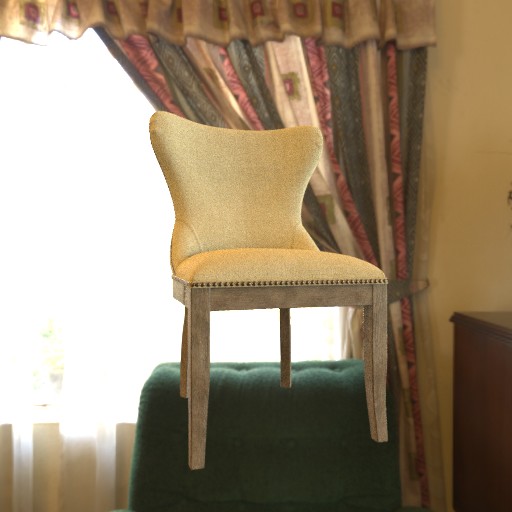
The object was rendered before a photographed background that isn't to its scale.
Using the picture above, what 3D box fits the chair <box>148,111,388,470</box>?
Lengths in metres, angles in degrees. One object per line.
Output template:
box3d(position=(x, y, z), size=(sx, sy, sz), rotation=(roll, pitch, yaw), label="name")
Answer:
box3d(position=(0.000, 0.000, 1.436), size=(0.654, 1.002, 0.681), rotation=(0, 0, -18), label="chair")
